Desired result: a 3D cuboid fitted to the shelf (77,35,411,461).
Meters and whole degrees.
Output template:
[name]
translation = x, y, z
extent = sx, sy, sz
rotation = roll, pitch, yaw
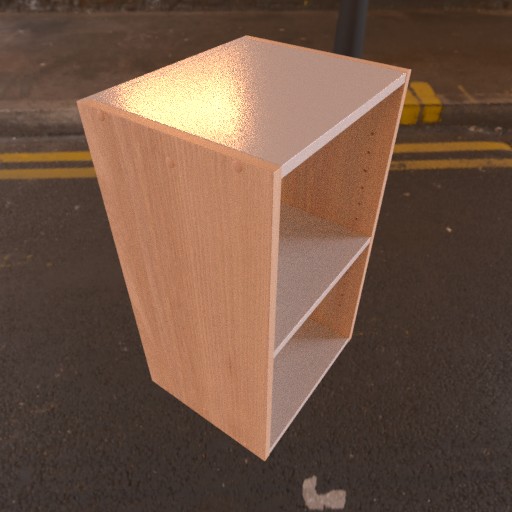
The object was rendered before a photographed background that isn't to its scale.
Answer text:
[shelf]
translation = 0.000, 0.000, 0.780
extent = 0.290, 0.600, 0.350
rotation = 25, 47, 26
